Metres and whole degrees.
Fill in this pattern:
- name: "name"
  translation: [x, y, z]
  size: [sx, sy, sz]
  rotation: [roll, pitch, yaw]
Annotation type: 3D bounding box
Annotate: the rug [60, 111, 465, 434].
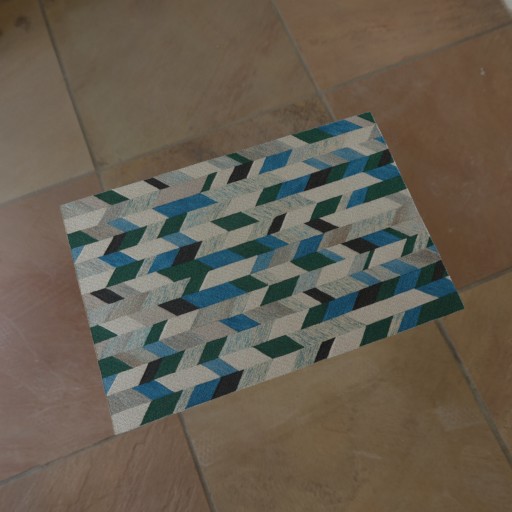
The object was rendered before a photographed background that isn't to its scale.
- name: "rug"
  translation: [0.000, 0.000, 2.323]
  size: [1.827, 0.005, 1.229]
  rotation: [-18, 75, -5]
